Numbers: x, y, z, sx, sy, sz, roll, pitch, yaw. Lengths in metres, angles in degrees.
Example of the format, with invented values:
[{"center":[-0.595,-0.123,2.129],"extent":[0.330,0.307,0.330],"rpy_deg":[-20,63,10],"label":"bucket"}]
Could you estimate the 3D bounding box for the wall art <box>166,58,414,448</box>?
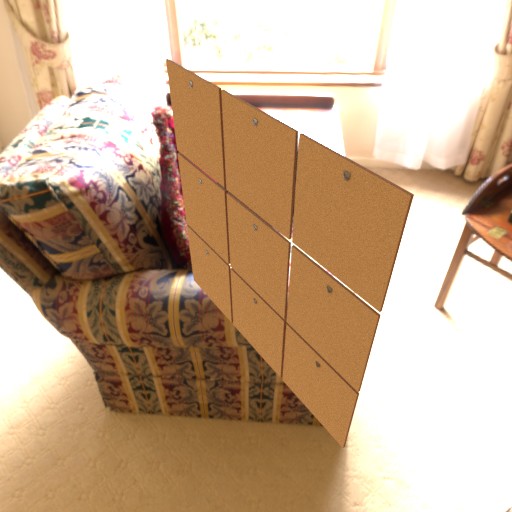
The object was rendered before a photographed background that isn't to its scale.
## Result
[{"center":[0.000,0.000,2.246],"extent":[0.019,1.532,1.533],"rpy_deg":[-25,47,-26],"label":"wall art"}]
